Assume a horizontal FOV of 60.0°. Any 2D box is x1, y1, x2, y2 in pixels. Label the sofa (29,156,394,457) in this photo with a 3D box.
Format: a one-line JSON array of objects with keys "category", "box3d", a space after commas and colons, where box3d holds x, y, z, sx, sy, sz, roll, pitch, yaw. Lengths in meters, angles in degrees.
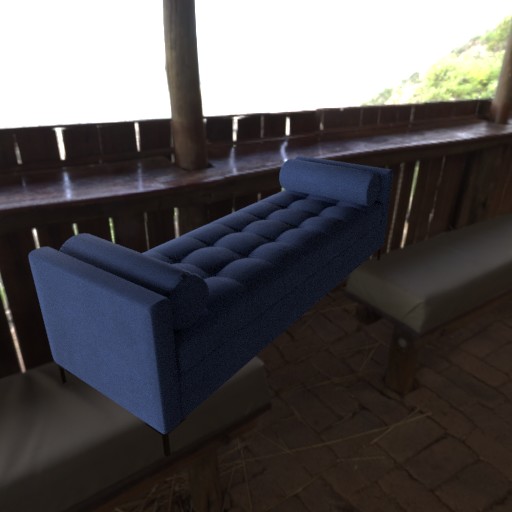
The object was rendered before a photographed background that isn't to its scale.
[{"category": "sofa", "box3d": [0.000, 0.000, 2.321, 0.686, 0.635, 1.981, 17, 30, 32]}]
